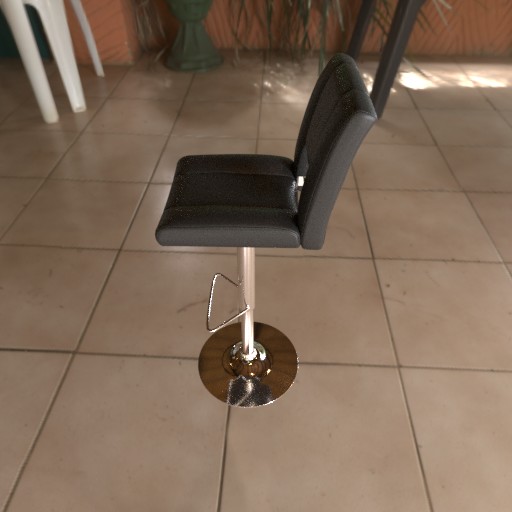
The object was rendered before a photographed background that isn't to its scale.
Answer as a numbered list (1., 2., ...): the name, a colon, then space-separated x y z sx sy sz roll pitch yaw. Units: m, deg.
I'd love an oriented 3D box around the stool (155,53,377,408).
1. stool: 0.000 0.000 1.431 0.520 1.151 0.415 1 41 1
